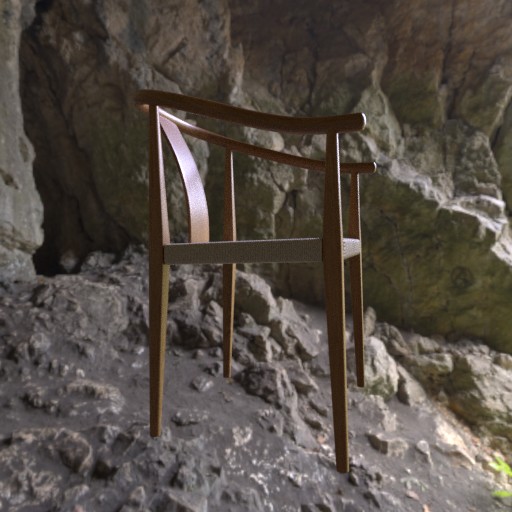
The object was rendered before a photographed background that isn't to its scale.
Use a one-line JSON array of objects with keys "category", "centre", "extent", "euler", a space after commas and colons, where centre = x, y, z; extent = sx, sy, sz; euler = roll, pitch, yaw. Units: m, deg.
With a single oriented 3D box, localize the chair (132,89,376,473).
[{"category": "chair", "centre": [0.000, 0.000, 1.148], "extent": [0.579, 0.800, 0.556], "euler": [1, 2, 17]}]
